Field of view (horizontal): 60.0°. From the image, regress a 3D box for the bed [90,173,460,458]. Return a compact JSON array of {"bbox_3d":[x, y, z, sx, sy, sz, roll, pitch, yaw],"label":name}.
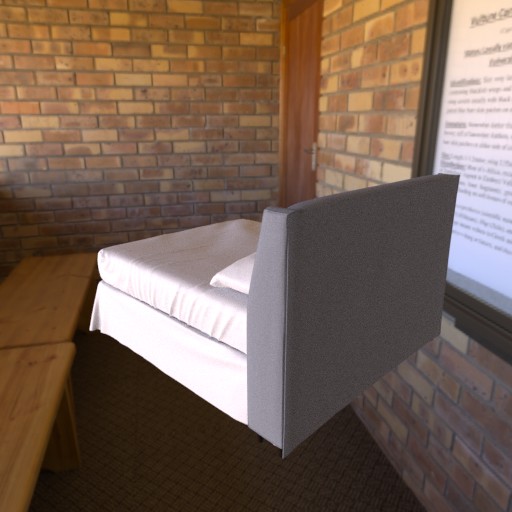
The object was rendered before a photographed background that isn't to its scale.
[{"bbox_3d":[0.000,0.000,3.469,2.276,1.332,1.925,16,24,42],"label":"bed"}]
